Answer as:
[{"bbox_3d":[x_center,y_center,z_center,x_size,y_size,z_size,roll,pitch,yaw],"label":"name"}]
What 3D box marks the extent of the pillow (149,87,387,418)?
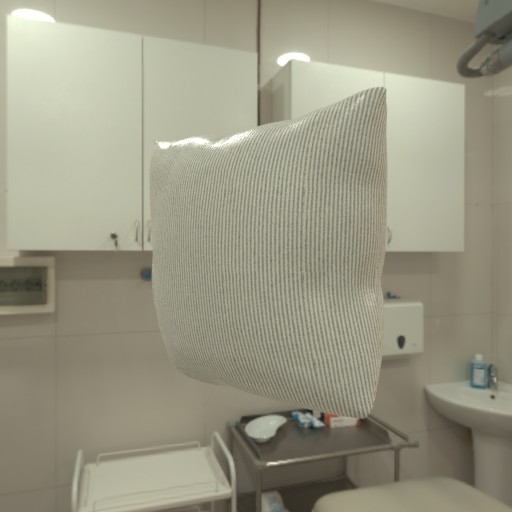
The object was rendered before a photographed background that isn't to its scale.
[{"bbox_3d":[0.000,0.000,0.705,0.310,0.432,0.387,0,0,-18],"label":"pillow"}]
